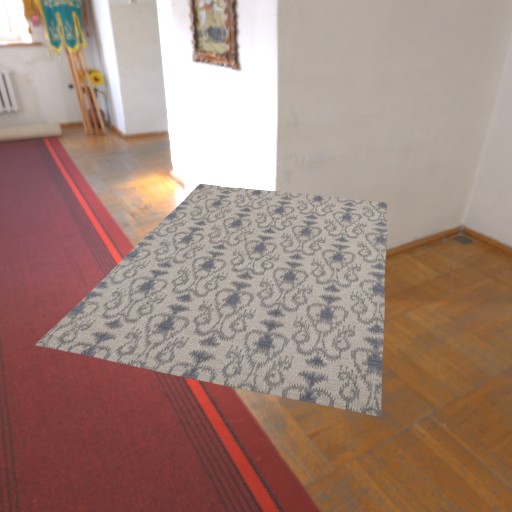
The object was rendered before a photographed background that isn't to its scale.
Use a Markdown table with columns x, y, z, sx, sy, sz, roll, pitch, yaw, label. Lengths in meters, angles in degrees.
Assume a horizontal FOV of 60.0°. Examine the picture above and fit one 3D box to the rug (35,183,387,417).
| x | y | z | sx | sy | sz | roll | pitch | yaw | label |
| --- | --- | --- | --- | --- | --- | --- | --- | --- | --- |
| 0.000 | 0.000 | 2.949 | 1.676 | 0.013 | 2.261 | 8 | 31 | 13 | rug |
